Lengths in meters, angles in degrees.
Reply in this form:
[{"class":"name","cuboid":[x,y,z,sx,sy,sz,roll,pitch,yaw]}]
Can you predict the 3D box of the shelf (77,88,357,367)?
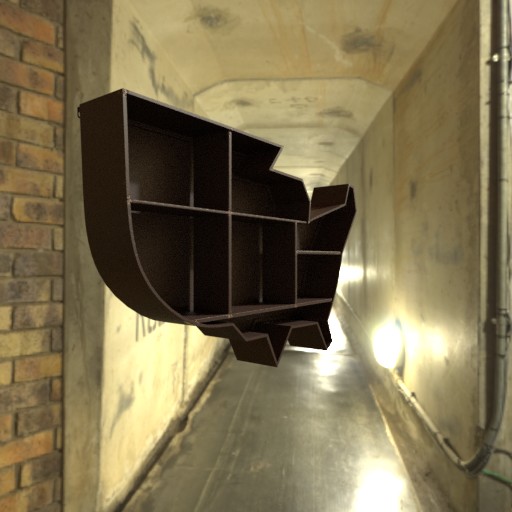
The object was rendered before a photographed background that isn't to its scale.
[{"class":"shelf","cuboid":[0.000,0.000,0.905,0.112,0.439,0.729,0,0,37]}]
